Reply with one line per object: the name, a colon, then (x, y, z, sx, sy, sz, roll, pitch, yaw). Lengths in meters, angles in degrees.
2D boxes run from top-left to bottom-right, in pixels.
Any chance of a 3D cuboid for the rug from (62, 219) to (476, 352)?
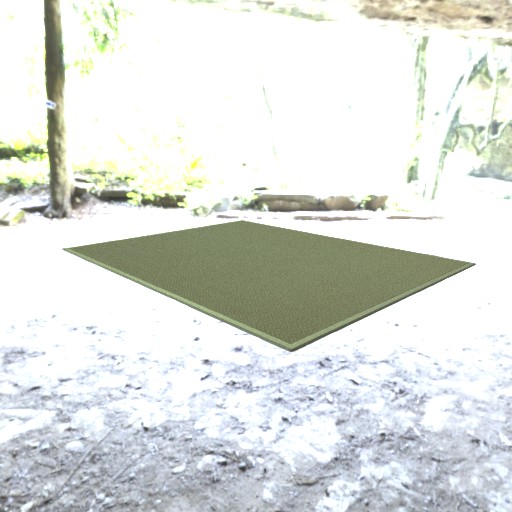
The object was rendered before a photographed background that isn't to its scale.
rug: (0.000, 0.000, 4.105, 2.407, 0.020, 3.051, -13, 20, -42)
